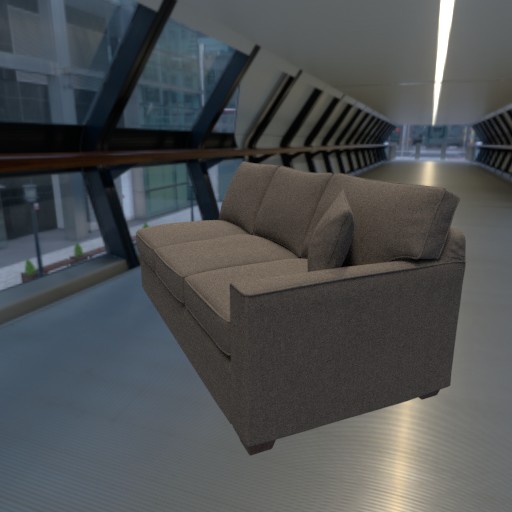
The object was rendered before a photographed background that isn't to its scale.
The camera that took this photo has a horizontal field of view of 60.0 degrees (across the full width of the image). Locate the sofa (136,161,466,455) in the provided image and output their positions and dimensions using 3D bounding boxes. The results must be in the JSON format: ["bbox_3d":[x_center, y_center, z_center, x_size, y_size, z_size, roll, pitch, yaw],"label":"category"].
[{"bbox_3d":[0.000,0.000,2.507,1.034,0.946,1.963,-7,17,-24],"label":"sofa"}]
